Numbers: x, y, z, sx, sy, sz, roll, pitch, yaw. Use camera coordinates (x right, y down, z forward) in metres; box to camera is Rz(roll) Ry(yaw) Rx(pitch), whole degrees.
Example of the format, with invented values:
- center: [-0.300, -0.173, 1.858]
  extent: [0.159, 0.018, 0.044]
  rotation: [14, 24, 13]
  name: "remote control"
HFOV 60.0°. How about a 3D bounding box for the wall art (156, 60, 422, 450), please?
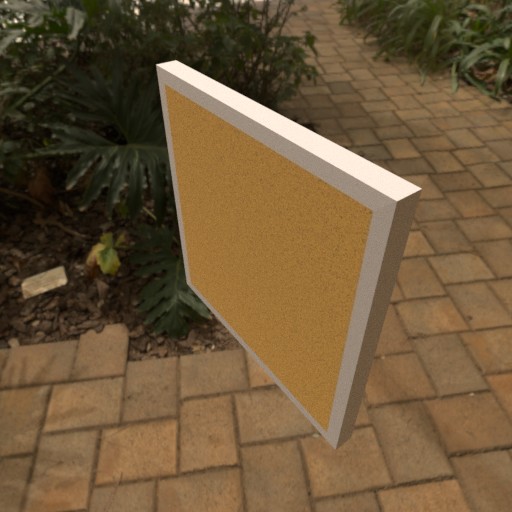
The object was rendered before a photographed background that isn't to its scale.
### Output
- center: [0.000, 0.000, 1.921]
  extent: [0.098, 1.291, 1.289]
  rotation: [-26, 47, -27]
  name: "wall art"
